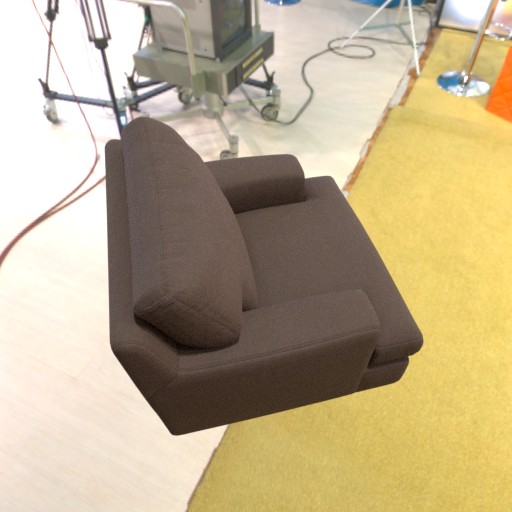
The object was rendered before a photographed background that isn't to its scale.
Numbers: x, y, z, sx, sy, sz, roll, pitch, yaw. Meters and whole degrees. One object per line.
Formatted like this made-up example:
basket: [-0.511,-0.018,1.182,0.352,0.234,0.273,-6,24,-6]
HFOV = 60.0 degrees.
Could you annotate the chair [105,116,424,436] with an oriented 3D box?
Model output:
chair: [0.000,0.000,1.967,1.143,0.940,1.168,-10,49,-9]
